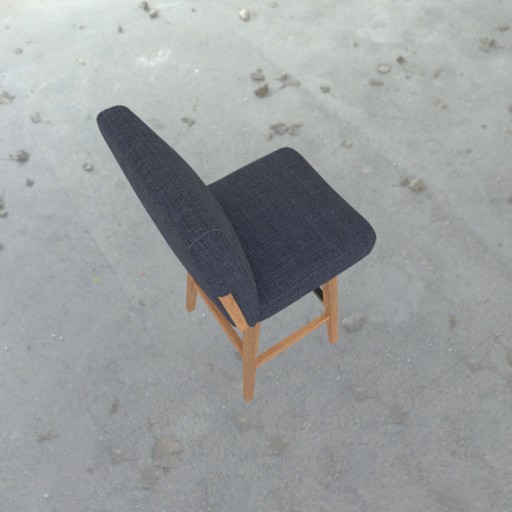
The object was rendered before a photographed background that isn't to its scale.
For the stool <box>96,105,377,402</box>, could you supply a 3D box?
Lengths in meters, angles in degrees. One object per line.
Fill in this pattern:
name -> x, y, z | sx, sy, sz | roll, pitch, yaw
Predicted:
stool -> 0.000, 0.000, 1.391 | 0.570, 1.112, 0.483 | -30, 62, -17
